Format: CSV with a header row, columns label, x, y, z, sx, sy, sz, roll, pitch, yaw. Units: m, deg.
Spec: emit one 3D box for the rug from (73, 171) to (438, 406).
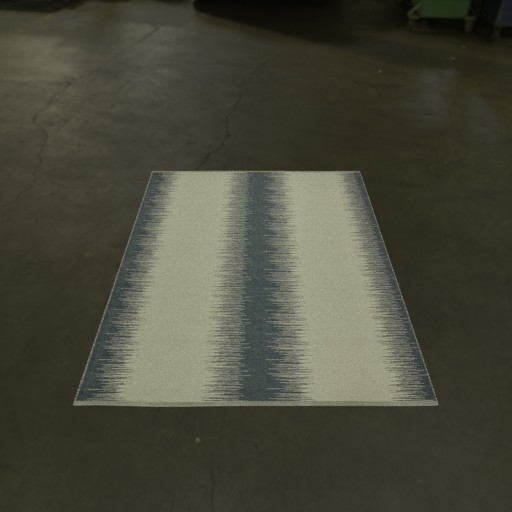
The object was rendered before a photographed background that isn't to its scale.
label,x,y,z,sx,sy,sz,roll,pitch,yaw
rug,0.000,0.000,4.098,2.453,0.004,3.037,0,41,0
